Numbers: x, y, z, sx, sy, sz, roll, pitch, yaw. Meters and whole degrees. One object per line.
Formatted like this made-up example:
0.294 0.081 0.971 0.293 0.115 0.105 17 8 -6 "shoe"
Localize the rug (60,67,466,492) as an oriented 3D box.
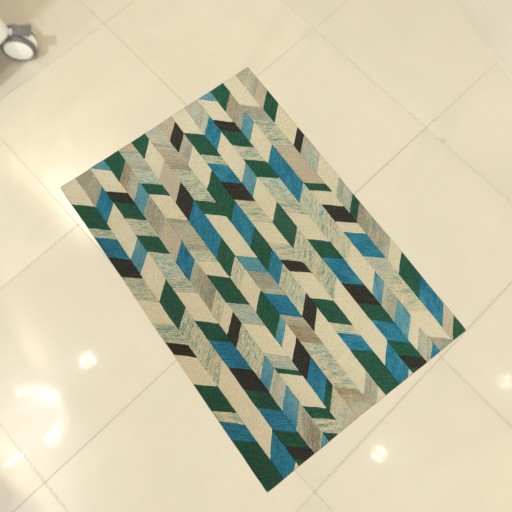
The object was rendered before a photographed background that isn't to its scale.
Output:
0.000 0.000 2.250 1.229 0.005 1.827 -36 79 -8 "rug"
